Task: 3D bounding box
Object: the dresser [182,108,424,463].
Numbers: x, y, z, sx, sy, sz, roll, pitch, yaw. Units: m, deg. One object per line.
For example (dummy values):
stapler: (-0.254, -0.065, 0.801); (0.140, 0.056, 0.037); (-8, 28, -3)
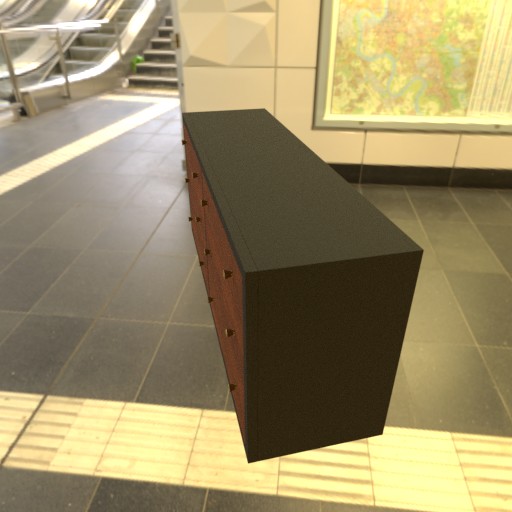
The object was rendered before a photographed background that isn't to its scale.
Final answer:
dresser: (0.000, 0.000, 1.893); (0.463, 0.872, 1.558); (-7, 31, -11)
